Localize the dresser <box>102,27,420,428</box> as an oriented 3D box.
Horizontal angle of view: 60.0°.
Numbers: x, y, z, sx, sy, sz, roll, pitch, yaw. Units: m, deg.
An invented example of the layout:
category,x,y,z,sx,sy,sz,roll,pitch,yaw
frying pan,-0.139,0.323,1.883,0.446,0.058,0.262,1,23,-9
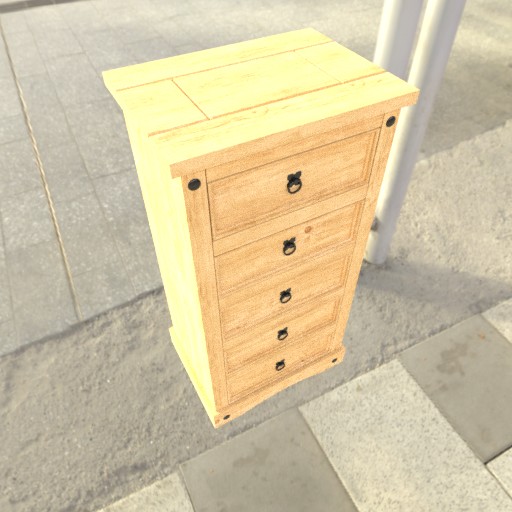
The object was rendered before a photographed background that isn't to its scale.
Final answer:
category,x,y,z,sx,sy,sz,roll,pitch,yaw
dresser,0.000,0.000,1.287,0.531,1.041,0.390,-22,50,-20
